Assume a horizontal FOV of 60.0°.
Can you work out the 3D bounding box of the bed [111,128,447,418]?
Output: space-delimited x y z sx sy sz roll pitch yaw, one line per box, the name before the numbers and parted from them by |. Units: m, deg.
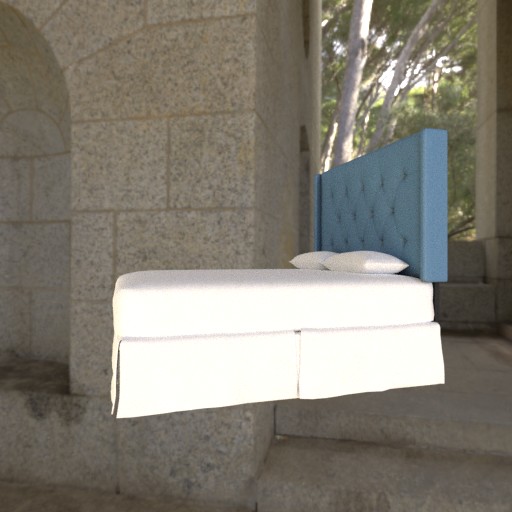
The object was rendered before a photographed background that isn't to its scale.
bed | 0.000 0.000 3.346 2.078 1.665 1.719 0 0 -17
